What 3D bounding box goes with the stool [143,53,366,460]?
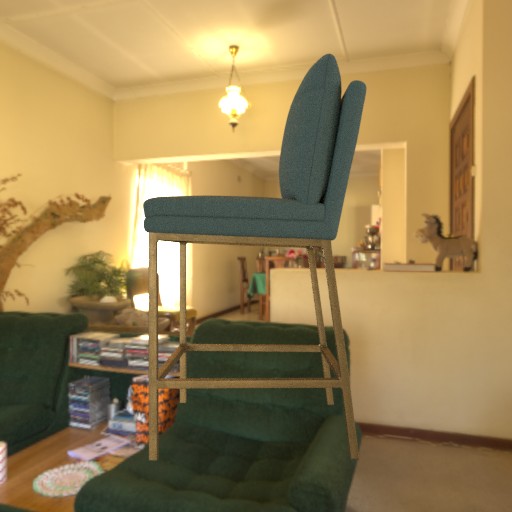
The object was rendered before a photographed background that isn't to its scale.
[{"bbox_3d":[0.000,0.000,1.336,0.568,1.032,0.463,0,1,1],"label":"stool"}]
